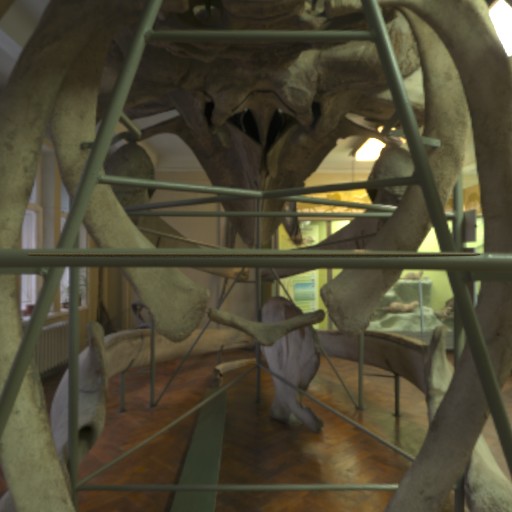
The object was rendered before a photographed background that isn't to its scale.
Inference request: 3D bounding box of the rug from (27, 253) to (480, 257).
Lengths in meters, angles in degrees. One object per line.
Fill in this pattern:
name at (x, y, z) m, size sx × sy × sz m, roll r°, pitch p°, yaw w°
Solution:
rug at (0.000, 0.000, 4.139) m, size 3.041 × 0.020 × 2.413 m, roll 0°, pitch 0°, yaw 1°
